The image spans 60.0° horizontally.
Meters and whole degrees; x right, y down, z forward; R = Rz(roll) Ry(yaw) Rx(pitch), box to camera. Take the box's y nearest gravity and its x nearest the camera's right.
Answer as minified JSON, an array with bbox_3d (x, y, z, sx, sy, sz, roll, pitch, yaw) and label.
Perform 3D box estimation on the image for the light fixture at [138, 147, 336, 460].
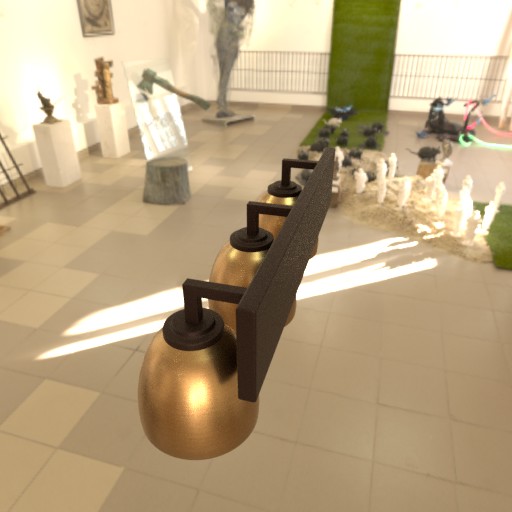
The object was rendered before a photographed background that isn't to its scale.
[{"bbox_3d":[0.000,0.000,0.679,0.157,0.204,0.582,8,30,14],"label":"light fixture"}]
